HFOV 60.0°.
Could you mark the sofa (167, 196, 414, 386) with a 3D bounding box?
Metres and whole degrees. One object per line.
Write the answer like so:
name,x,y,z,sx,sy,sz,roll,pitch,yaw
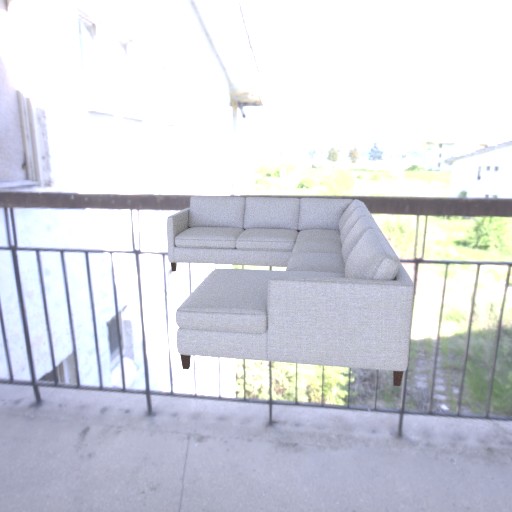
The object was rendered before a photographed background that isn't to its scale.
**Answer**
sofa,0.000,0.000,4.573,2.551,0.889,3.403,2,14,9
